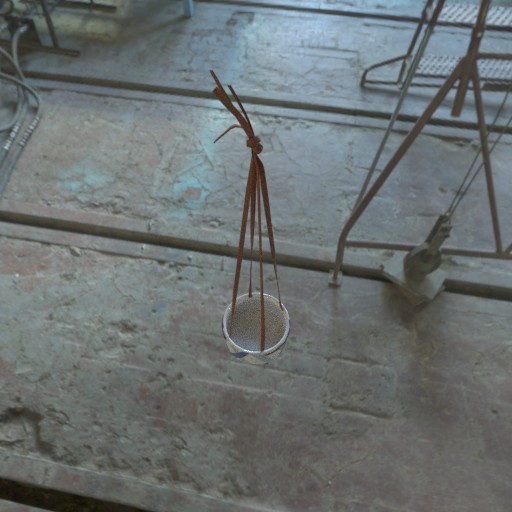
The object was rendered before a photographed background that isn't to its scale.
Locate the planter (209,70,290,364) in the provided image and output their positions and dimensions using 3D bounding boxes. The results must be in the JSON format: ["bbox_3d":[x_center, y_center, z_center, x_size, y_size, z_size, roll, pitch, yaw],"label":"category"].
[{"bbox_3d":[0.000,0.000,0.825,0.166,0.751,0.166,-30,61,-18],"label":"planter"}]
